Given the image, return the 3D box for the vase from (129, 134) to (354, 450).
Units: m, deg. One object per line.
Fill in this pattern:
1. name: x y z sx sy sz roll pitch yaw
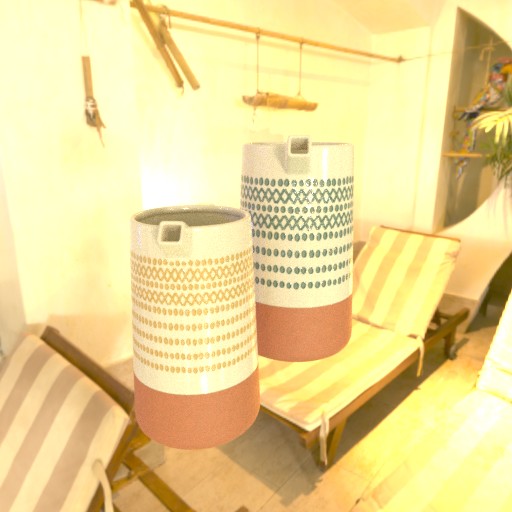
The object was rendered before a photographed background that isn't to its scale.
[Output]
1. vase: 0.000 0.000 0.467 0.168 0.247 0.326 15 22 42
